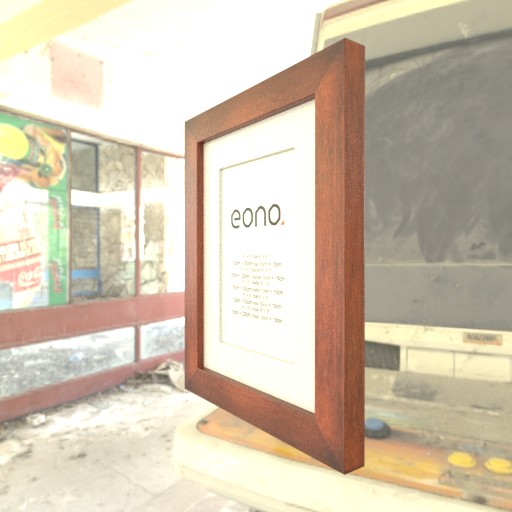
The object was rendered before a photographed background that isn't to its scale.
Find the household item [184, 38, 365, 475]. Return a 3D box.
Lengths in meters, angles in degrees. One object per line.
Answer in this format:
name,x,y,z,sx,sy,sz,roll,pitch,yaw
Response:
household item,0.000,0.000,0.340,0.020,0.250,0.200,0,0,-36
